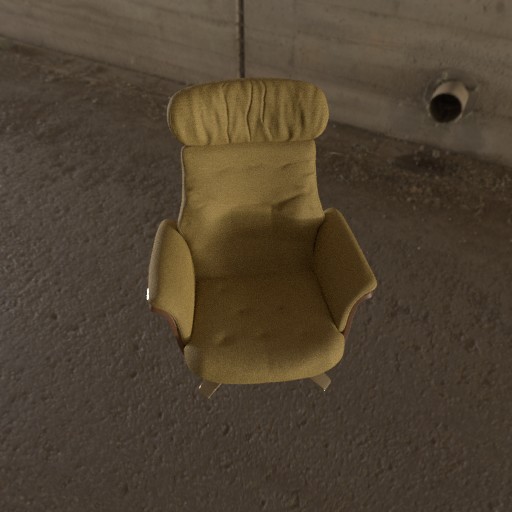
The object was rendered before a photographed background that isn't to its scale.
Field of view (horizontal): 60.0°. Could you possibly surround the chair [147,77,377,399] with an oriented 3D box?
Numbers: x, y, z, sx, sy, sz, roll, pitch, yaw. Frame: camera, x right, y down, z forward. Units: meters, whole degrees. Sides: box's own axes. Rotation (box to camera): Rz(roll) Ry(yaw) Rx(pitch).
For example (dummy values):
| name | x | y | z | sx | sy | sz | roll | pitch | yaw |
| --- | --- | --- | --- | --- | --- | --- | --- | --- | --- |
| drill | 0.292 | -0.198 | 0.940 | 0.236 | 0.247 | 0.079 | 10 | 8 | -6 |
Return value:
| name | x | y | z | sx | sy | sz | roll | pitch | yaw |
| --- | --- | --- | --- | --- | --- | --- | --- | --- | --- |
| chair | 0.000 | 0.000 | 1.625 | 0.785 | 0.995 | 0.837 | -4 | 46 | -3 |
